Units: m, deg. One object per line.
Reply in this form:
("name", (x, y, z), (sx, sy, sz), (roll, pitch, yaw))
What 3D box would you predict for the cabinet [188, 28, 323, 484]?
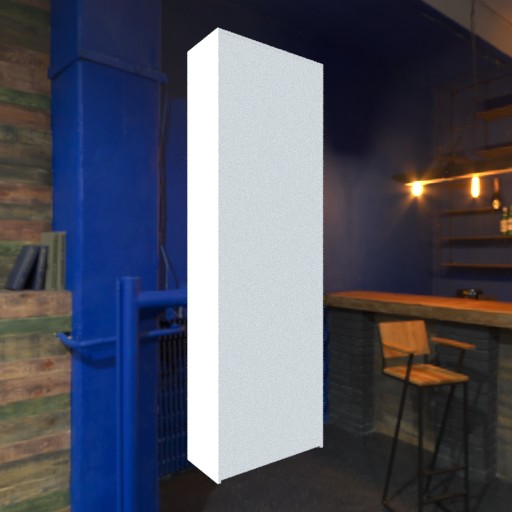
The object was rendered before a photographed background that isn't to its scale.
("cabinet", (0.000, 0.000, 1.839), (0.520, 1.630, 0.255), (0, 0, -36))
